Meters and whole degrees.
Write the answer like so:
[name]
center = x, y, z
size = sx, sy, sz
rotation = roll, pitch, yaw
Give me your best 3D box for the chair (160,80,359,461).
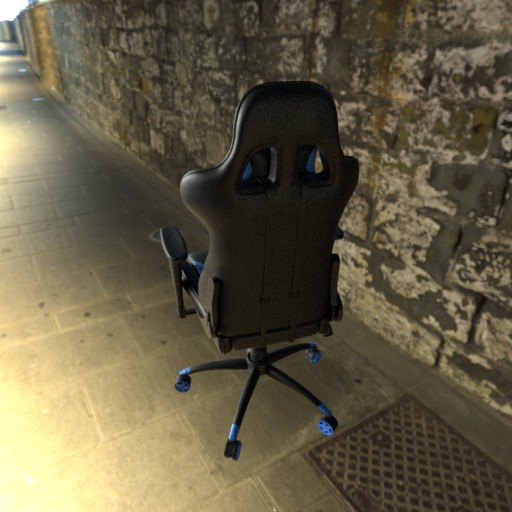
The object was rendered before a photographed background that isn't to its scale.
[chair]
center = 0.000, 0.000, 1.670
size = 0.695, 1.282, 0.730
rotation = -8, 28, -16
